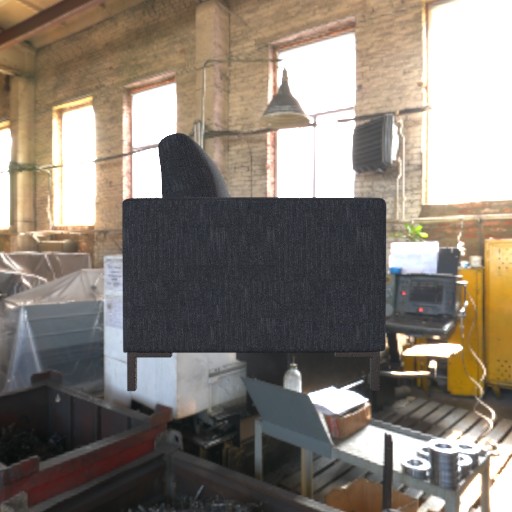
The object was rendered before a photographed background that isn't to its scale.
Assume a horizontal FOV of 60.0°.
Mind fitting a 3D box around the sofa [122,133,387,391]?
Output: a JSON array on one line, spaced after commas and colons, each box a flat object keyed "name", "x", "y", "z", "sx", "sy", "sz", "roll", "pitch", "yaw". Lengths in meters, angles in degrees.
[{"name": "sofa", "x": 0.000, "y": 0.000, "z": 2.250, "sx": 0.866, "sy": 0.862, "sz": 1.716, "roll": 0, "pitch": 1, "yaw": 0}]
